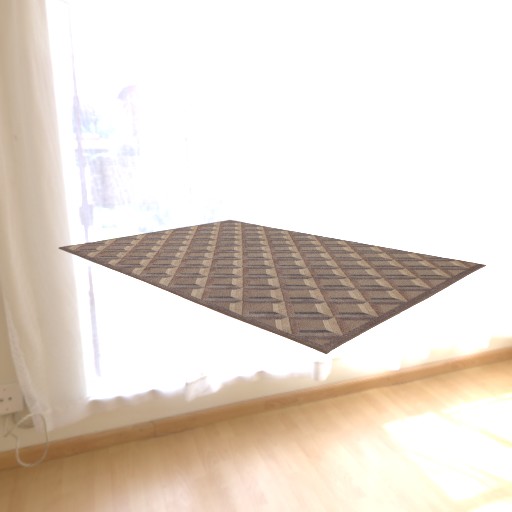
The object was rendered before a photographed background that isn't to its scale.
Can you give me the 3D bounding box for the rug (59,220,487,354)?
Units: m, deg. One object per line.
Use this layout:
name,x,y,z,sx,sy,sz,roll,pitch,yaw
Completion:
rug,0.000,0.000,2.837,2.260,0.013,1.600,14,20,43
